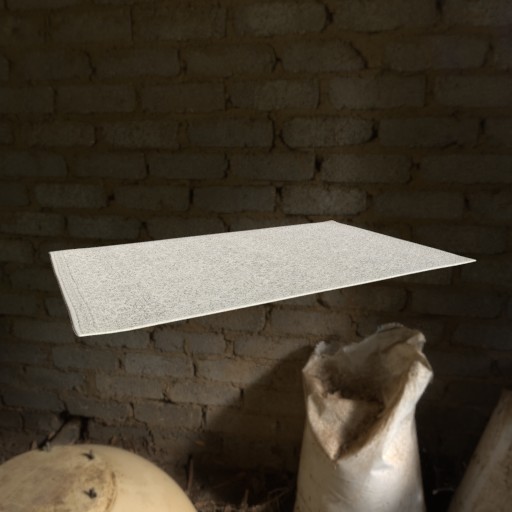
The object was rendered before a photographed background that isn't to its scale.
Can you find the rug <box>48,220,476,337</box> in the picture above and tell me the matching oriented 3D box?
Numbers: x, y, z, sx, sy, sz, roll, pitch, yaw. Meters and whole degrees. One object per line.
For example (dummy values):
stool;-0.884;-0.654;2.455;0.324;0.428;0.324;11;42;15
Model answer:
rug;0.000;0.000;2.362;1.947;0.023;1.214;-8;17;-27
